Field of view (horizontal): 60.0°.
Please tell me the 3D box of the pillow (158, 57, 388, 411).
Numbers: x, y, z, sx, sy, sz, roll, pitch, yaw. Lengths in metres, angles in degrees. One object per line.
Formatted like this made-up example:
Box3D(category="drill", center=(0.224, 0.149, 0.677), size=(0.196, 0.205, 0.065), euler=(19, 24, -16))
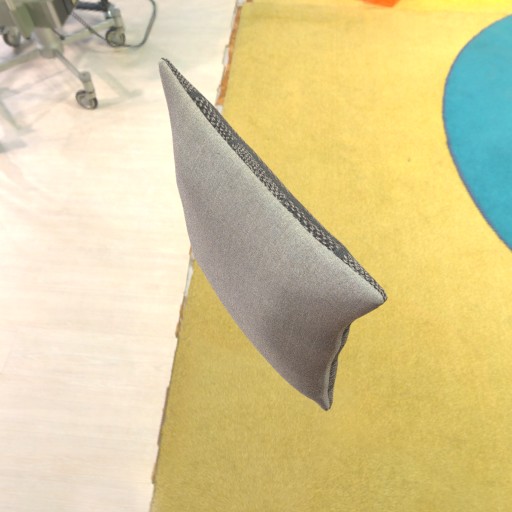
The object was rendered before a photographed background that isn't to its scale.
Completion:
Box3D(category="pillow", center=(0.000, 0.000, 0.675), size=(0.138, 0.432, 0.435), euler=(-30, 63, -17))
